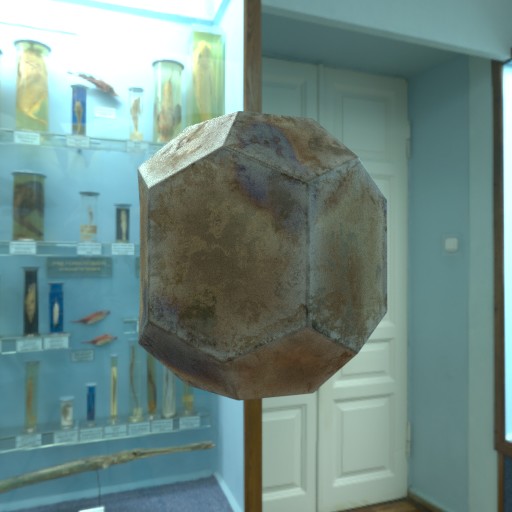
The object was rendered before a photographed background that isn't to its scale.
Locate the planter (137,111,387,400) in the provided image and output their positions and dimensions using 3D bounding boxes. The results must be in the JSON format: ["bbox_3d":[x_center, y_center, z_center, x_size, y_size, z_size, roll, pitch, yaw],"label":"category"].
[{"bbox_3d":[0.000,0.000,0.427,0.221,0.238,0.243,0,-1,-17],"label":"planter"}]
